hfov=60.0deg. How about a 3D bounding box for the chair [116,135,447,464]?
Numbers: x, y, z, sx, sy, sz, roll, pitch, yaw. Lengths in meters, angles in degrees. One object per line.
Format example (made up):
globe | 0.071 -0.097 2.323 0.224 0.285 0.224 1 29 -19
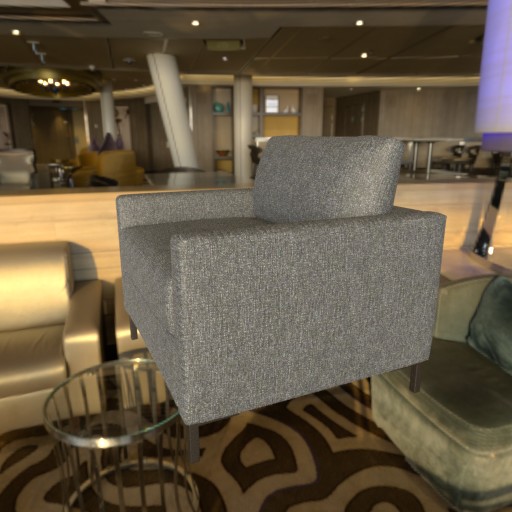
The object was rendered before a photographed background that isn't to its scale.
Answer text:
chair | 0.000 0.000 1.625 0.866 0.861 0.963 -7 16 -25
